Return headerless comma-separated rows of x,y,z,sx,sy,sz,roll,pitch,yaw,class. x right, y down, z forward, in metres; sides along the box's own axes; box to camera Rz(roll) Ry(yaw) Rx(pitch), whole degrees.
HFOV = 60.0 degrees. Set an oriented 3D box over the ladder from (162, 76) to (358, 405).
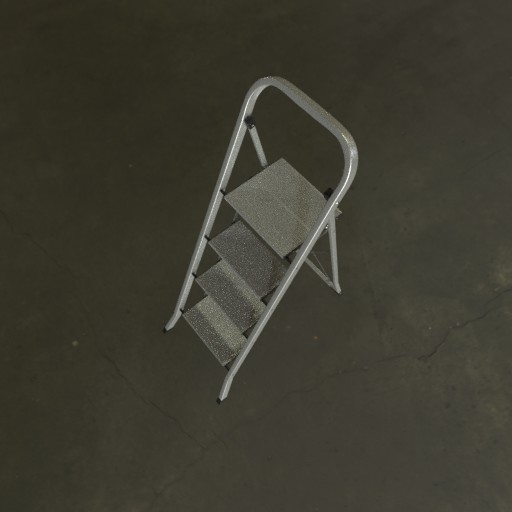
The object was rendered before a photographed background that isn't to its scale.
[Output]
0.000,0.000,1.674,0.830,1.290,0.465,-37,68,-17,ladder
